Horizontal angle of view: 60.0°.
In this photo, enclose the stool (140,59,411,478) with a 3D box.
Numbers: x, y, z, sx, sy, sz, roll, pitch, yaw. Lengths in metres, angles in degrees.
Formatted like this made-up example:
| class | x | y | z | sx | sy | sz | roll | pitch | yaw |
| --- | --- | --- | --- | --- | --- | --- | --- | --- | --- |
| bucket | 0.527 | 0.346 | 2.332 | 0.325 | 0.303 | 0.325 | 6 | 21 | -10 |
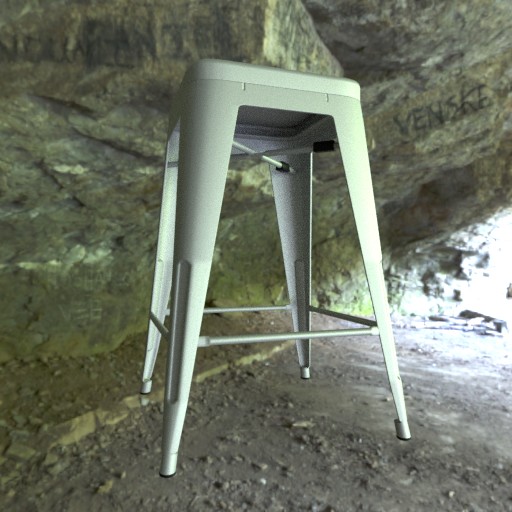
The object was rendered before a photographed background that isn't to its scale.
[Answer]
| class | x | y | z | sx | sy | sz | roll | pitch | yaw |
| --- | --- | --- | --- | --- | --- | --- | --- | --- | --- |
| stool | 0.000 | 0.000 | 0.858 | 0.410 | 0.608 | 0.410 | 0 | 0 | -18 |
